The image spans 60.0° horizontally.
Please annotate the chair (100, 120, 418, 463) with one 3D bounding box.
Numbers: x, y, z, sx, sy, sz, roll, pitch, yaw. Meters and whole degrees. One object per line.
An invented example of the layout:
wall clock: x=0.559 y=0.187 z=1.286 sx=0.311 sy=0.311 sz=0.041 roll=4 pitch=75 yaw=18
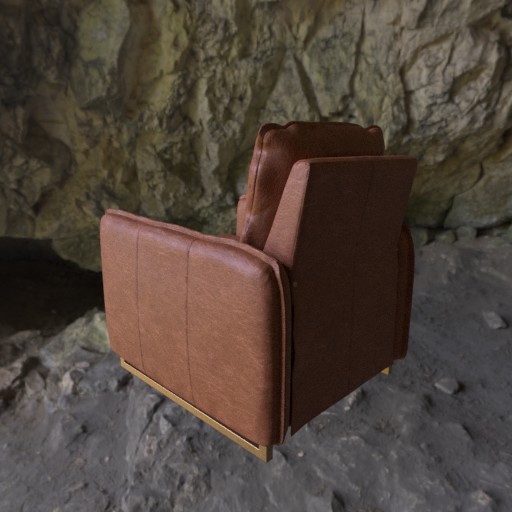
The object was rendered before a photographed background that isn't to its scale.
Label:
chair: x=0.000 y=0.000 z=1.625 sx=0.922 sy=0.922 sz=0.830 roll=13 pitch=19 yaw=43
